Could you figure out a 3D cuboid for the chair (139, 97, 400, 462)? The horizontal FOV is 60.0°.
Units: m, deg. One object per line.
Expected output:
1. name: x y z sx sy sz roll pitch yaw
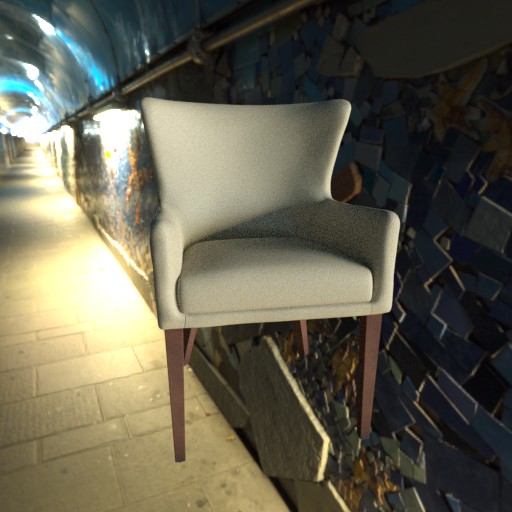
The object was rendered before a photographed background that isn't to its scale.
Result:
1. chair: 0.000 0.000 1.377 0.660 0.952 0.686 -3 15 -10
